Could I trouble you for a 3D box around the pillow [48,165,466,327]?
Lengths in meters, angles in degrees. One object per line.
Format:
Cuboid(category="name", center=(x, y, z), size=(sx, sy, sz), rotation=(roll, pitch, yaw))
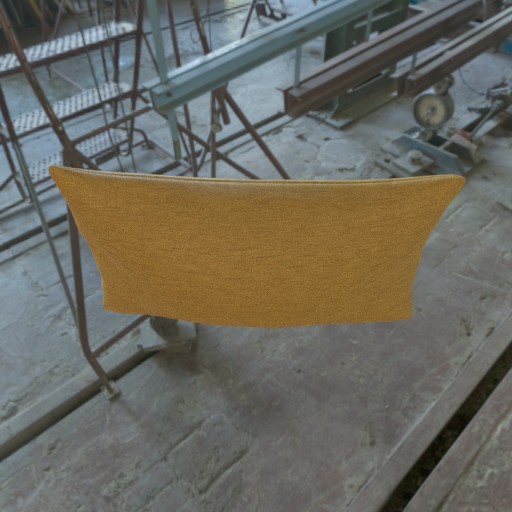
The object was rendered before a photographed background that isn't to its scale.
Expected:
Cuboid(category="pillow", center=(0.000, 0.000, 0.782), size=(0.634, 0.354, 0.210), rotation=(1, 46, 1))
